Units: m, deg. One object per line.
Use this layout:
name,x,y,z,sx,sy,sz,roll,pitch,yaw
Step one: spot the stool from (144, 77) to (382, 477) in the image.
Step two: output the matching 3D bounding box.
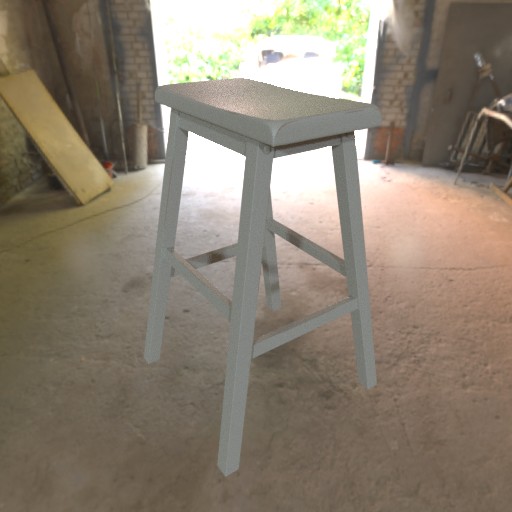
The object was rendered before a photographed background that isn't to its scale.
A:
stool,0.000,0.000,1.060,0.476,0.737,0.457,-19,34,-30
